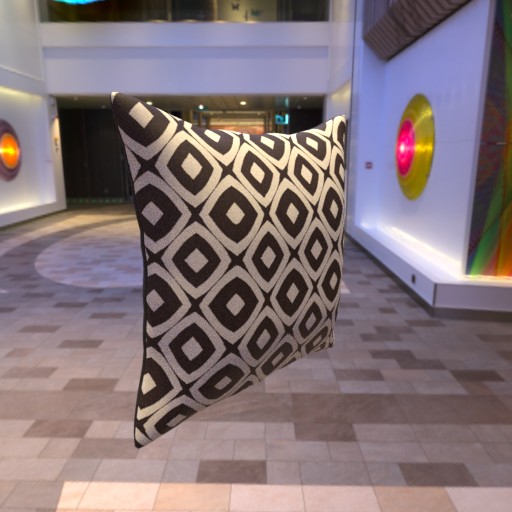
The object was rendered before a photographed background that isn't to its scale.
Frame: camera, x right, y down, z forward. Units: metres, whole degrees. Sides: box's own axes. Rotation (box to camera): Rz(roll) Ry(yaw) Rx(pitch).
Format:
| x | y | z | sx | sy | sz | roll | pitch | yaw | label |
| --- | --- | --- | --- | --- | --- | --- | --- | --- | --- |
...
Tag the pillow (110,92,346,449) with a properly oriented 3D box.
| x | y | z | sx | sy | sz | roll | pitch | yaw | label |
| --- | --- | --- | --- | --- | --- | --- | --- | --- | --- |
| 0.000 | 0.000 | 0.766 | 0.188 | 0.494 | 0.504 | 12 | 18 | 43 | pillow |
